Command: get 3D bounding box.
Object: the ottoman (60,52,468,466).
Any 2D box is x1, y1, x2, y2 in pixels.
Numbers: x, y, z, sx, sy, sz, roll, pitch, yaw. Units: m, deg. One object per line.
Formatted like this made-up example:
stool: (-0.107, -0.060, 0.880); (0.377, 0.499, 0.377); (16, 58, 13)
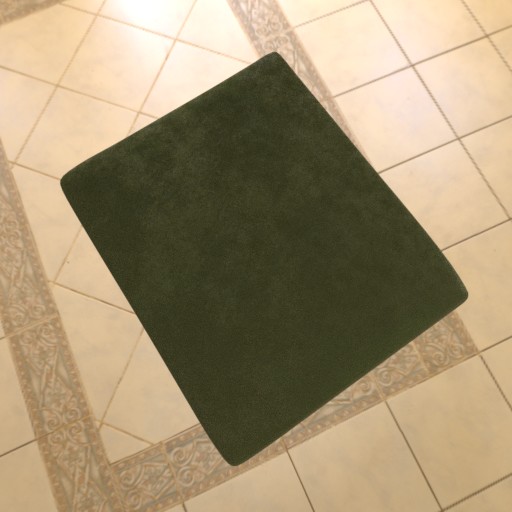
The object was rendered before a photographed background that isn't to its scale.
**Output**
ottoman: (0.000, 0.000, 1.287); (0.701, 0.538, 0.839); (-33, 78, -8)
